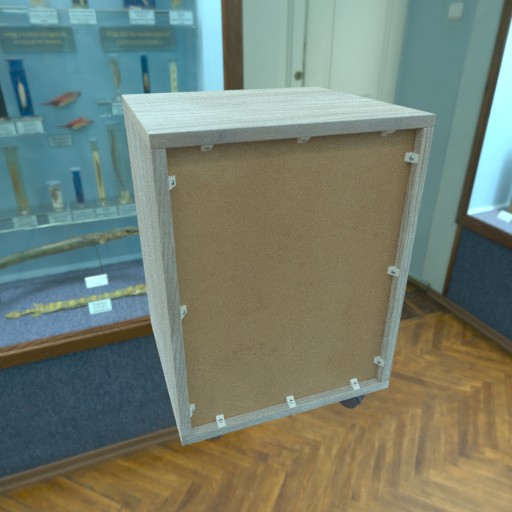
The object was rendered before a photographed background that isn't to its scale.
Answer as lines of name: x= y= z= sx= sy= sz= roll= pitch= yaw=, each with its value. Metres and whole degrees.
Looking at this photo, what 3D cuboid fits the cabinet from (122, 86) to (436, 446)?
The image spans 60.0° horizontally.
cabinet: x=0.000 y=0.000 z=0.876 sx=0.409 sy=0.579 sz=0.401 roll=-9 pitch=28 yaw=-18
